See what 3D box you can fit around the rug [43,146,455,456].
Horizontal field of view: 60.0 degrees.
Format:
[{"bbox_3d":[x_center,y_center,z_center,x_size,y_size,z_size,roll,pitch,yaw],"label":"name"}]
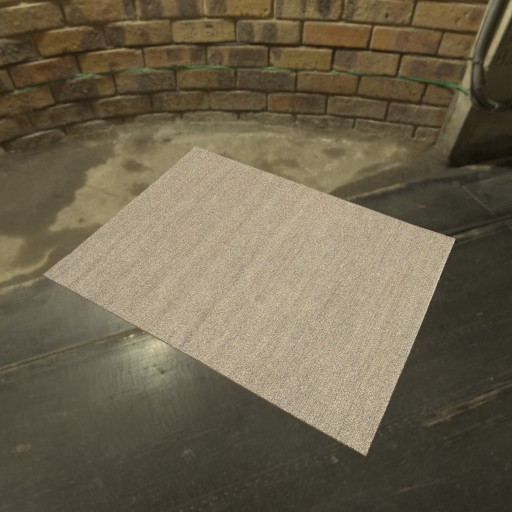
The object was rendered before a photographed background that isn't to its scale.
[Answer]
[{"bbox_3d":[0.000,0.000,4.834,3.626,0.051,2.757,24,52,20],"label":"rug"}]
